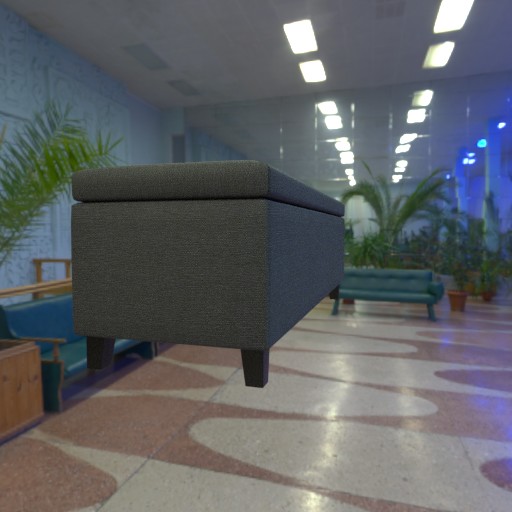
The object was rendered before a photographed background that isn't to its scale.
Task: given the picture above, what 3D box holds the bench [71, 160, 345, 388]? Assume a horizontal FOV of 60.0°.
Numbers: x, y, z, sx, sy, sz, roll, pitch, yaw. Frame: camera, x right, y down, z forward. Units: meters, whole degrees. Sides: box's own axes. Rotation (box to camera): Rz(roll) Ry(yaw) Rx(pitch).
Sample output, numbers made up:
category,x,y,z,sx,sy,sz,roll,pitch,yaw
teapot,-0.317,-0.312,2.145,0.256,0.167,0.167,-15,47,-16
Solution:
category,x,y,z,sx,sy,sz,roll,pitch,yaw
bench,0.000,0.000,1.466,0.446,0.438,1.269,1,3,17
